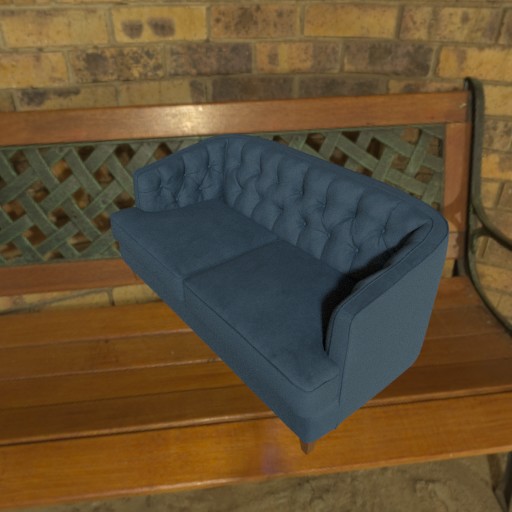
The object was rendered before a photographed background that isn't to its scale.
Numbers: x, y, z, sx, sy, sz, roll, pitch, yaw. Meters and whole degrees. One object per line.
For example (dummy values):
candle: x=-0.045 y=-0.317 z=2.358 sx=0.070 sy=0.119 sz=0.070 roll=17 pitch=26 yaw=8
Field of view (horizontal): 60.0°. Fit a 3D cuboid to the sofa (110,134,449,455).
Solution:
sofa: x=0.000 y=0.000 z=2.327 sx=0.941 sy=0.854 sz=1.733 roll=-23 pitch=39 yaw=-32
